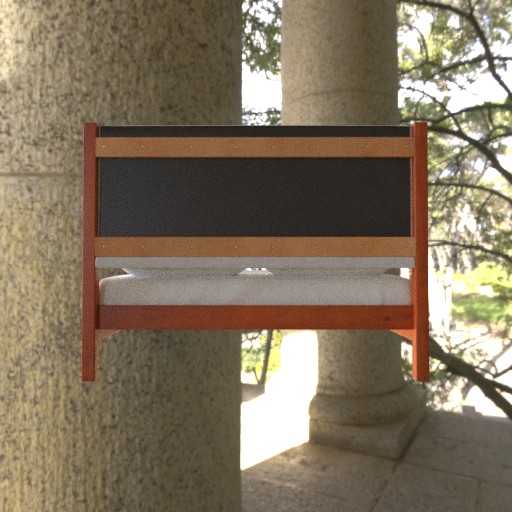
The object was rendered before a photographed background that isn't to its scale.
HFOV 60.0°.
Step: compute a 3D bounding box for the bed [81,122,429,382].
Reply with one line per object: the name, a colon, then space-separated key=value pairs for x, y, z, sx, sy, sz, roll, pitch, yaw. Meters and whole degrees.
bed: x=0.000 y=0.000 z=3.044 sx=1.566 sy=1.165 sz=2.117 roll=0 pitch=-1 yaw=0
